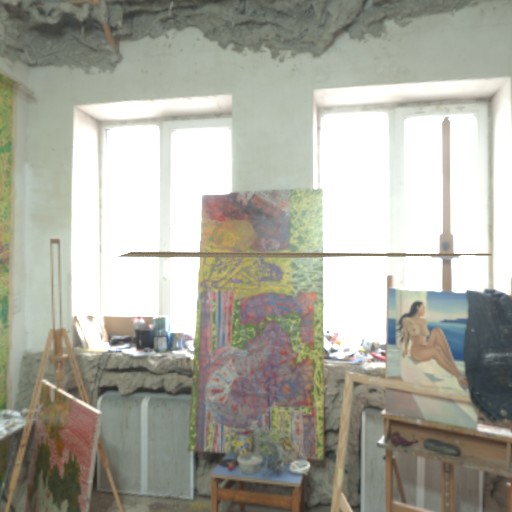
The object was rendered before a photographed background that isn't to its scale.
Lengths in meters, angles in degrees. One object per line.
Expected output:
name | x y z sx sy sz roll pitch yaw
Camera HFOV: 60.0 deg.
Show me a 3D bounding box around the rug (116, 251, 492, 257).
rug | 0.000 0.000 3.903 2.288 0.018 2.895 0 -1 -19
